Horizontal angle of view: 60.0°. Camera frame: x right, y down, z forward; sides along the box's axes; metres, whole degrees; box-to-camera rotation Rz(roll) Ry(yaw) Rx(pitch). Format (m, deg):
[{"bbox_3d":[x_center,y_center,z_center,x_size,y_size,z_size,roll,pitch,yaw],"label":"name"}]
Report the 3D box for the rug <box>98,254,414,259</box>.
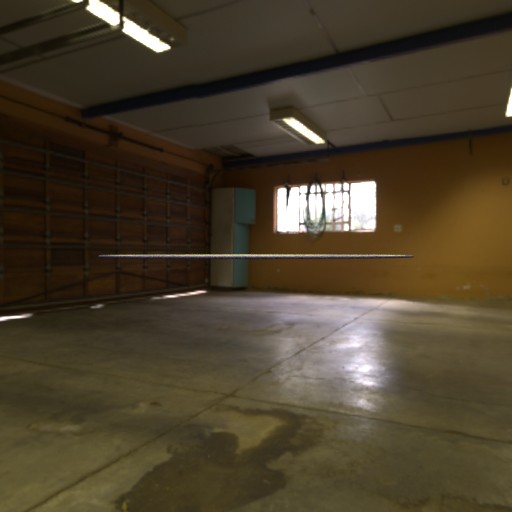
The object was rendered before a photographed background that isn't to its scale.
[{"bbox_3d":[0.000,0.000,2.375,1.591,0.010,1.591,0,0,0],"label":"rug"}]
